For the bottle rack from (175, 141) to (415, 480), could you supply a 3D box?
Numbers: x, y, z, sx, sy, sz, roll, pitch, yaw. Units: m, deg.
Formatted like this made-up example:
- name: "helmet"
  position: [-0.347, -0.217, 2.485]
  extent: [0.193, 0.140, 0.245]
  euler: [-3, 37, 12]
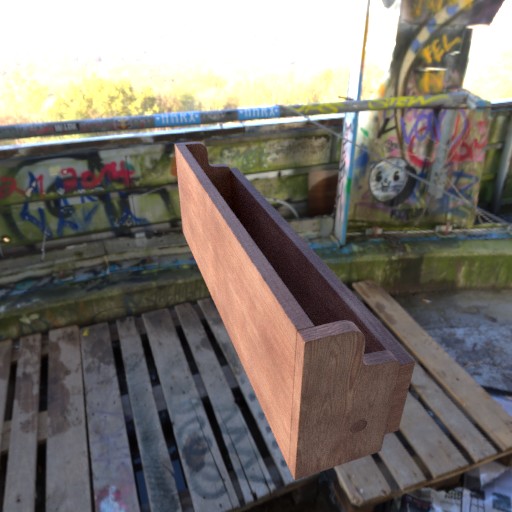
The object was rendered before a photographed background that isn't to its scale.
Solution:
- name: "bottle rack"
  position: [0.000, 0.000, 0.691]
  extent: [0.126, 0.196, 0.608]
  euler: [-10, 32, -17]
